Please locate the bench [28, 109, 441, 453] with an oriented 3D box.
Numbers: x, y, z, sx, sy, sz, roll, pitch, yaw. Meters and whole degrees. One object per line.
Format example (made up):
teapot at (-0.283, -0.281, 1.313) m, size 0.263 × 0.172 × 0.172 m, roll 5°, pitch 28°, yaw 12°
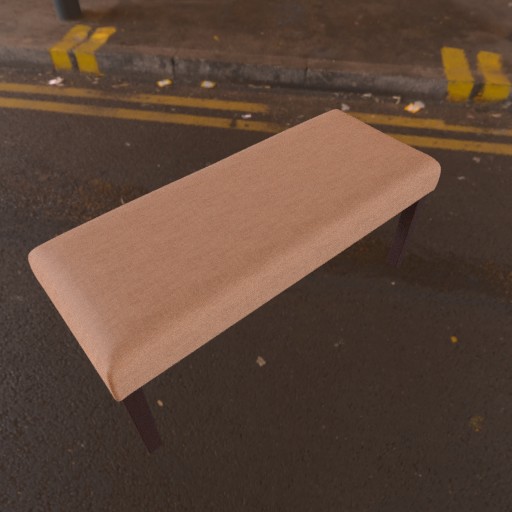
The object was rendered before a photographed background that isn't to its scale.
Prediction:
bench at (0.000, 0.000, 1.237) m, size 1.013 × 0.456 × 0.407 m, roll -31°, pitch 54°, yaw -26°
